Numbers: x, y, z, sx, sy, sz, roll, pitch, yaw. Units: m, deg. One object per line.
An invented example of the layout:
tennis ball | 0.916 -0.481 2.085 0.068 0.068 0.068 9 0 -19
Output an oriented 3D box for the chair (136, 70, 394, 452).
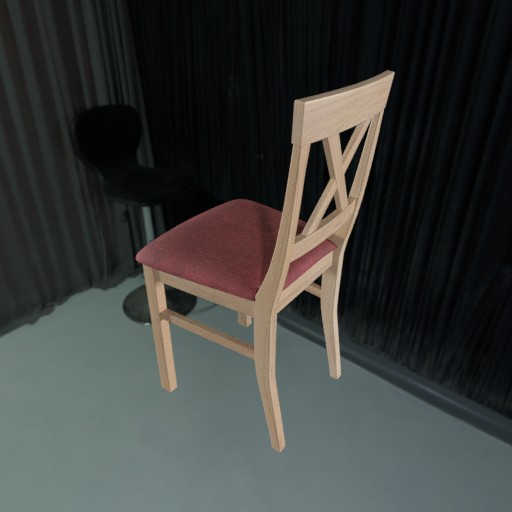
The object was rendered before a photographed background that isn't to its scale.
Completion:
chair | 0.000 0.000 1.175 0.492 0.912 0.439 21 37 31
